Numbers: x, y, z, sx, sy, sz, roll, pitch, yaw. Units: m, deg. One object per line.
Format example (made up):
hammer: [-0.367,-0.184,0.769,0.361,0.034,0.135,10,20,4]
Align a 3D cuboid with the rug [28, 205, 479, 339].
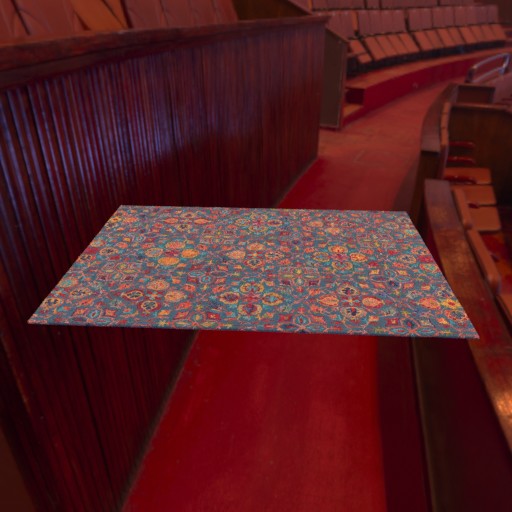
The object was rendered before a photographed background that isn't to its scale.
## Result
rug: [0.000,0.000,2.319,1.836,0.014,1.216,2,30,3]
